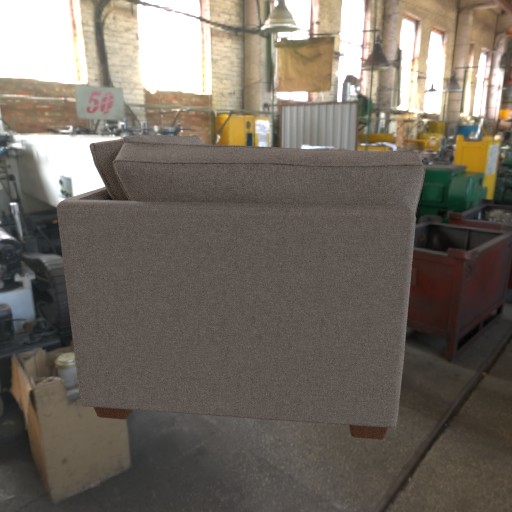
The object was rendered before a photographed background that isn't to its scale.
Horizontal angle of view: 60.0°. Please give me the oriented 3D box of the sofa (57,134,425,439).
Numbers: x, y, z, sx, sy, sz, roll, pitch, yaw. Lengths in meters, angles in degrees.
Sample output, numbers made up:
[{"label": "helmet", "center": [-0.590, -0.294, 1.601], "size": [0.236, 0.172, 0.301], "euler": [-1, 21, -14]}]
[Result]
[{"label": "sofa", "center": [0.000, 0.000, 1.796], "size": [1.050, 0.951, 1.042], "euler": [2, 16, 7]}]
